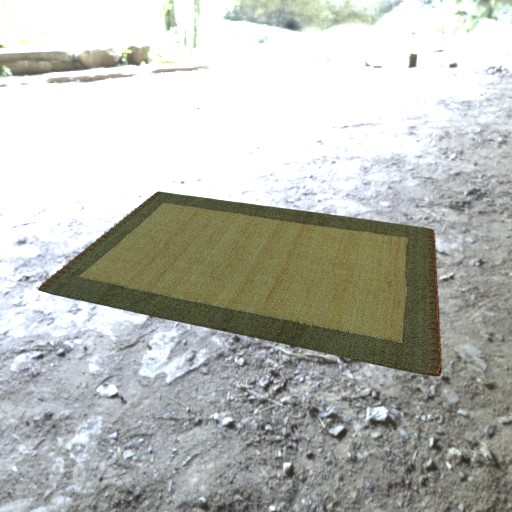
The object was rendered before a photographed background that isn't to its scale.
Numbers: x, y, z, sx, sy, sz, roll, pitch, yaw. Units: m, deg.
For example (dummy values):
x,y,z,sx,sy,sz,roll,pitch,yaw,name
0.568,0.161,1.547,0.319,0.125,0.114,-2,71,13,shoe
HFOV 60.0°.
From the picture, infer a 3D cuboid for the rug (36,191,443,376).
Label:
x,y,z,sx,sy,sz,roll,pitch,yaw,name
0.000,0.000,2.356,1.838,0.019,1.220,9,33,15,rug
